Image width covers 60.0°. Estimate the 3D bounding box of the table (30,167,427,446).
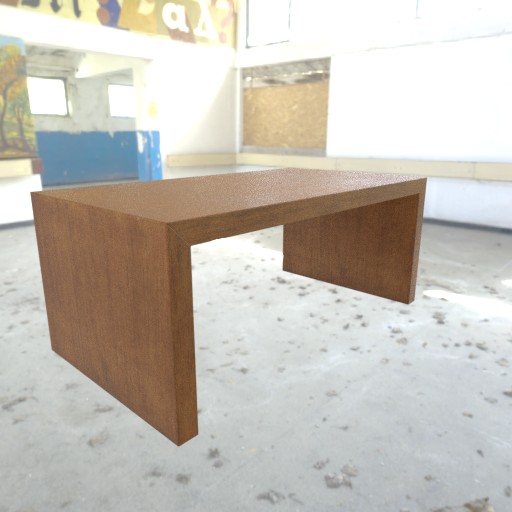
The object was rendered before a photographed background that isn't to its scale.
[{"bbox_3d":[0.000,0.000,1.288,0.549,0.419,1.000,14,21,41],"label":"table"}]
